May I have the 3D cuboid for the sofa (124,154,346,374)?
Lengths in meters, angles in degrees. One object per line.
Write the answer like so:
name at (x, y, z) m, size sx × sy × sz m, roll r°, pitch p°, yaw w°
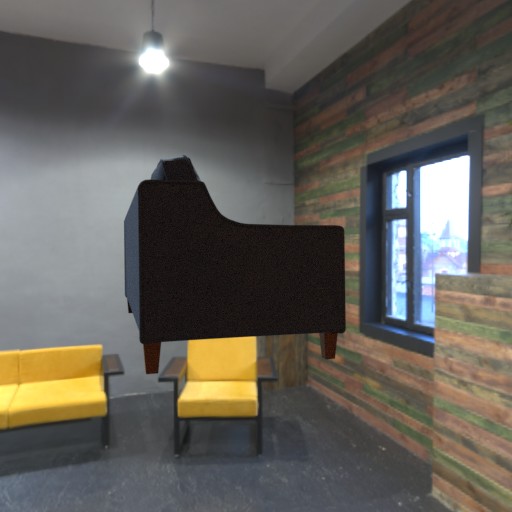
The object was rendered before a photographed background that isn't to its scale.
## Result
sofa at (0.000, 0.000, 3.359) m, size 1.858 × 1.066 × 2.317 m, roll 0°, pitch 0°, yaw -18°
